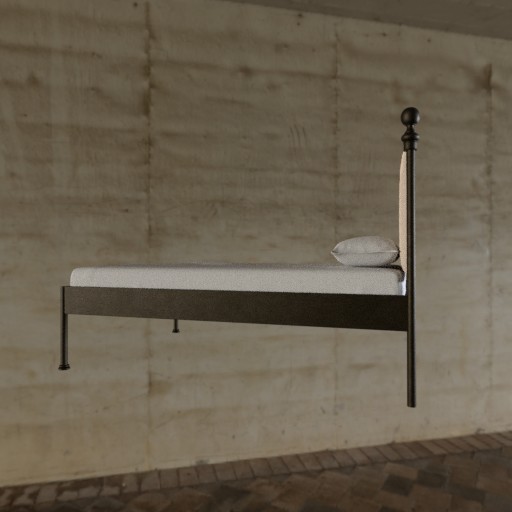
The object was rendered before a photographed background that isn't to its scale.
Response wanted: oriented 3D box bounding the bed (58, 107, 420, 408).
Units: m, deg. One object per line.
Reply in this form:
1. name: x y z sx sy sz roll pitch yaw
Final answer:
1. bed: 0.000 0.000 3.178 2.170 1.462 1.533 0 0 19
